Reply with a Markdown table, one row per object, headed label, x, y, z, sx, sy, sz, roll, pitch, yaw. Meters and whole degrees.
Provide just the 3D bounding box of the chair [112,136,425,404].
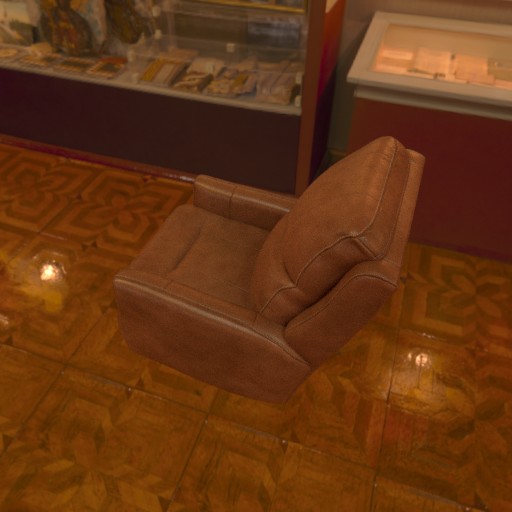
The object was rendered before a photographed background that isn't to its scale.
| label | x | y | z | sx | sy | sz | roll | pitch | yaw |
| --- | --- | --- | --- | --- | --- | --- | --- | --- | --- |
| chair | 0.000 | 0.000 | 1.813 | 1.072 | 1.016 | 0.821 | 16 | 47 | 15 |
